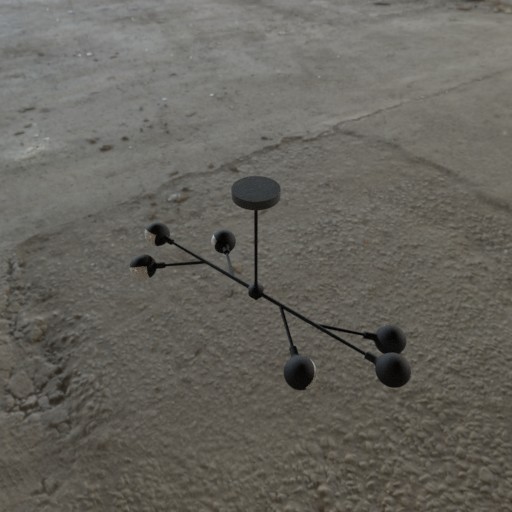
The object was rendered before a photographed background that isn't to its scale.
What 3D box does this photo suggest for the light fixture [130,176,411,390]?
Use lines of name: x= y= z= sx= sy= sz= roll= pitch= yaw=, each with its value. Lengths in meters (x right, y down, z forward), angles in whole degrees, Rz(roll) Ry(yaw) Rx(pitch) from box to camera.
light fixture: x=0.000 y=0.000 z=1.024 sx=0.434 sy=0.362 sz=0.778 roll=-24 pitch=46 yaw=-26
